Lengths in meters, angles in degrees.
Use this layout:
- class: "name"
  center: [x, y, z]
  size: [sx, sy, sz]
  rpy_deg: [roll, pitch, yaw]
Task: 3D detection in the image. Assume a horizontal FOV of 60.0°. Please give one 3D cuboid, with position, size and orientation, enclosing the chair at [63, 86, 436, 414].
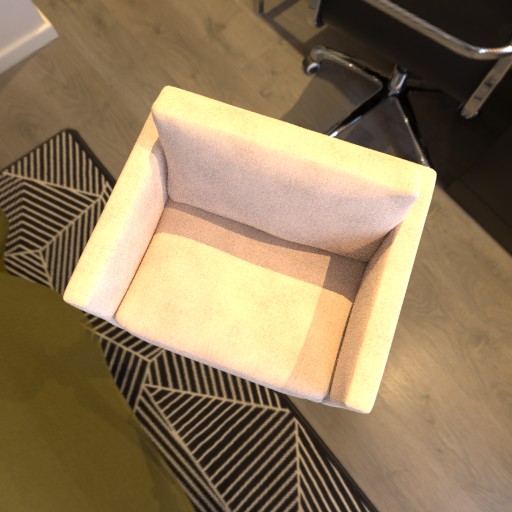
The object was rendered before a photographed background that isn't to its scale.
- class: "chair"
  center: [0.000, 0.000, 1.845]
  size: [1.133, 0.961, 0.959]
  rpy_deg: [19, 75, 5]
